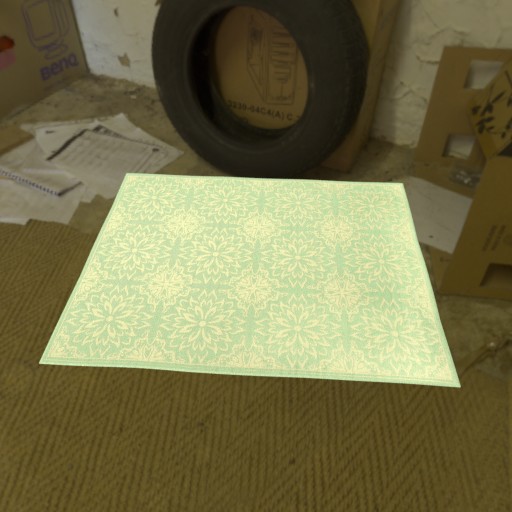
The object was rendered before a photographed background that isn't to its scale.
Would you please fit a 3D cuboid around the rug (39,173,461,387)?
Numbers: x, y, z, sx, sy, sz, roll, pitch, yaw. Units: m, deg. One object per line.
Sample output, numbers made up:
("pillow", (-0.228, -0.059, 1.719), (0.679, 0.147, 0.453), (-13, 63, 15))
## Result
("rug", (0.000, 0.000, 3.949), (2.980, 0.012, 2.363), (3, 45, 3))
